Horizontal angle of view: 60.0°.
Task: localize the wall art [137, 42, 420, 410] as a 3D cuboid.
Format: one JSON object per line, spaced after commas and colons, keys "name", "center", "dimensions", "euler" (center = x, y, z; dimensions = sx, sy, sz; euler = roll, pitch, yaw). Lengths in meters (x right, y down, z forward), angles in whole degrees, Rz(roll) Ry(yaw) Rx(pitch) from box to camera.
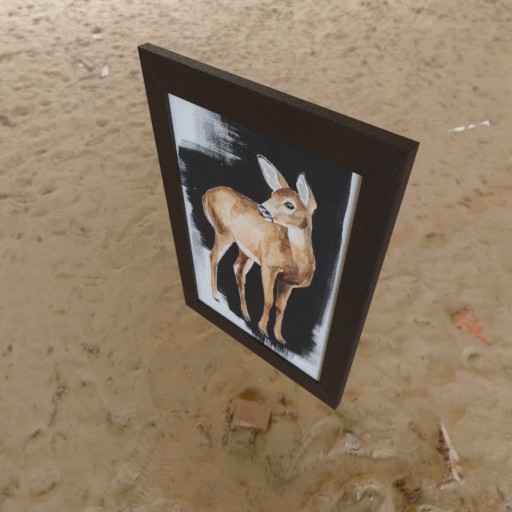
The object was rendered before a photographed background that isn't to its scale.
{"name": "wall art", "center": [0.000, 0.000, 0.650], "dimensions": [0.359, 0.513, 0.017], "euler": [30, 53, 26]}
